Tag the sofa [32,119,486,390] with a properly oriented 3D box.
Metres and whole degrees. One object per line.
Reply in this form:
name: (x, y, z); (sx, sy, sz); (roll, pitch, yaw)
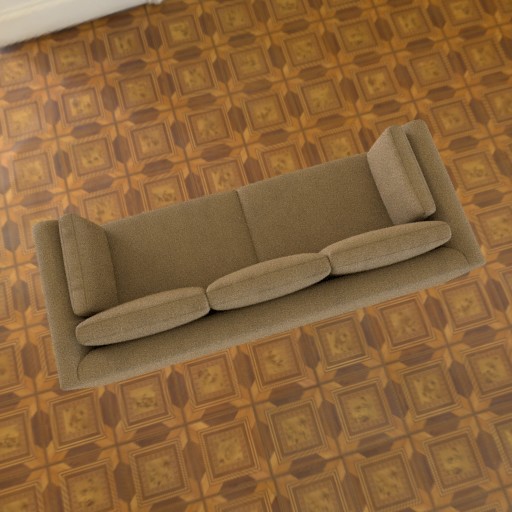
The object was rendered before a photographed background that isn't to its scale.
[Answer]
sofa: (0.000, 0.000, 2.810); (2.415, 0.867, 0.969); (-16, 76, -4)
